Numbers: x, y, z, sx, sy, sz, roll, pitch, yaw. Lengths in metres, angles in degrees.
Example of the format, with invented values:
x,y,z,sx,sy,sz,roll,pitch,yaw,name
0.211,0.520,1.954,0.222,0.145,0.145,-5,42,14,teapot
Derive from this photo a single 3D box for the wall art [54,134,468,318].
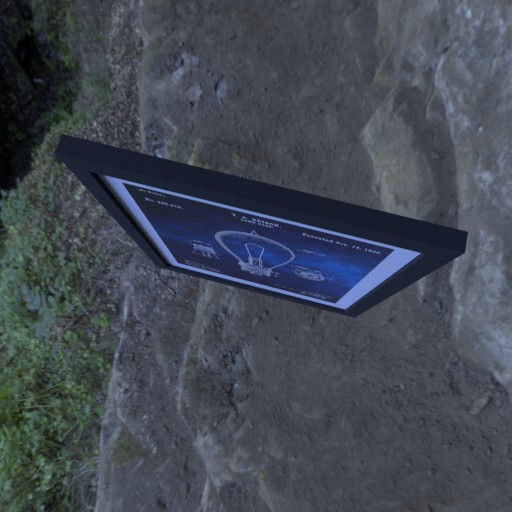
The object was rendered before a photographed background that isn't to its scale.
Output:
x,y,z,sx,sy,sz,roll,pitch,yaw,name
0.000,0.000,0.693,0.428,0.505,0.023,14,75,4,wall art
